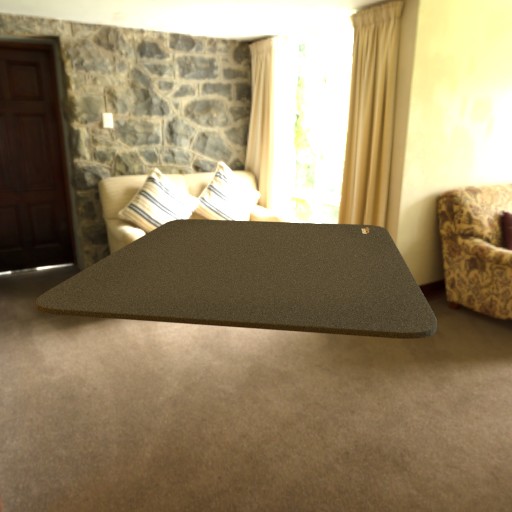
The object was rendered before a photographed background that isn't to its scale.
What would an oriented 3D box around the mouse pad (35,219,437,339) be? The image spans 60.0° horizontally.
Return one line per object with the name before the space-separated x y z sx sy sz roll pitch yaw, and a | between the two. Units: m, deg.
mouse pad | 0.000 0.000 0.315 0.203 0.003 0.229 3 16 9
